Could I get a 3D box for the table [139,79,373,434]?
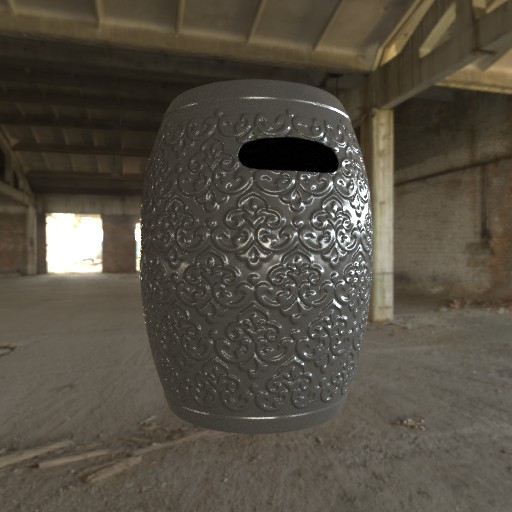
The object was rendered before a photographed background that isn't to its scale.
[{"bbox_3d":[0.000,0.000,0.605,0.309,0.397,0.309,0,1,0],"label":"table"}]
